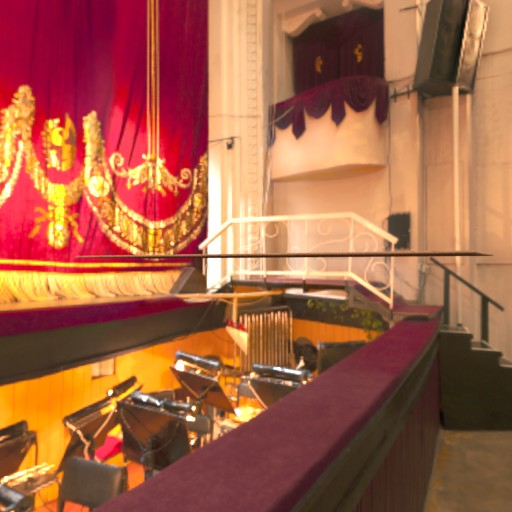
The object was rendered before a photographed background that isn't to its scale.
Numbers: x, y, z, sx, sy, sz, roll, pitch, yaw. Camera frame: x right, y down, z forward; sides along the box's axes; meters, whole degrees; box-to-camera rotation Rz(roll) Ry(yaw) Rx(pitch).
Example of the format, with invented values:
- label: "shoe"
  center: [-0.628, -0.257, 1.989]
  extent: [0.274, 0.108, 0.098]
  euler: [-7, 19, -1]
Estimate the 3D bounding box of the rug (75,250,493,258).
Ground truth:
- label: "rug"
  center: [0.000, 0.000, 2.374]
  extent: [2.196, 0.011, 0.662]
  euler: [-1, -1, 33]
